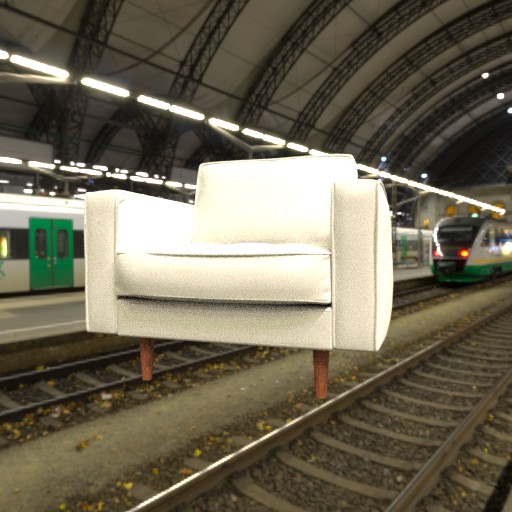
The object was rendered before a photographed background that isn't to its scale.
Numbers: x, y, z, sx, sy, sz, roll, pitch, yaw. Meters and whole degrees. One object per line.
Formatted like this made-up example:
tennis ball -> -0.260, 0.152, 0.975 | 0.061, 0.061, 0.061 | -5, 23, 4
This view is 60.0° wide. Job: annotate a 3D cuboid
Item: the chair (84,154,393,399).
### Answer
chair -> 0.000, 0.000, 1.570 | 0.928, 0.773, 0.843 | 0, 1, 18
